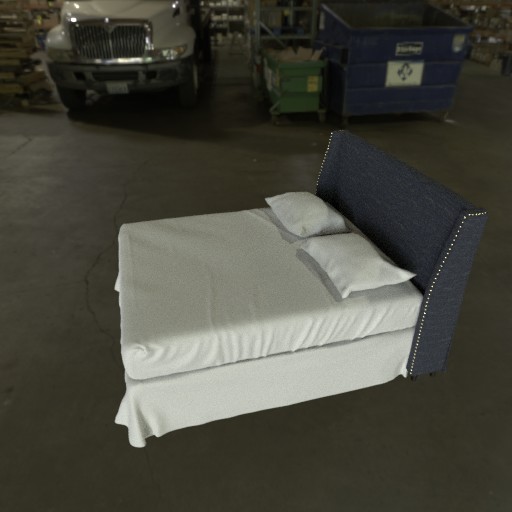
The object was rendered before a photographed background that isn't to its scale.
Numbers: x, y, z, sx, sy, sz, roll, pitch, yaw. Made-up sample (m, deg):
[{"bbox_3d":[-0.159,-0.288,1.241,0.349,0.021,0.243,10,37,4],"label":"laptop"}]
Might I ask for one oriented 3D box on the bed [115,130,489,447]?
[{"bbox_3d":[0.000,0.000,3.381,2.276,1.332,1.925,-8,31,-13],"label":"bed"}]
